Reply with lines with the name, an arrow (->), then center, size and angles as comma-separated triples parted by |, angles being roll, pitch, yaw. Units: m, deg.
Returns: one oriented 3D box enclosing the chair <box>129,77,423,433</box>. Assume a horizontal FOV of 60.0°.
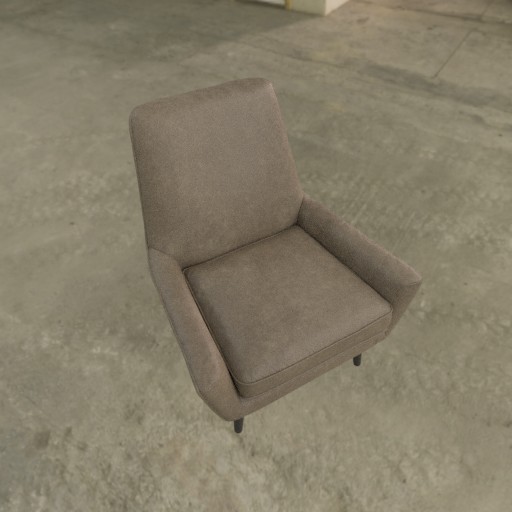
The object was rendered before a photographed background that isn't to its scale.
chair -> 0.000, 0.000, 1.526 | 0.787, 0.888, 0.824 | -22, 49, -21
